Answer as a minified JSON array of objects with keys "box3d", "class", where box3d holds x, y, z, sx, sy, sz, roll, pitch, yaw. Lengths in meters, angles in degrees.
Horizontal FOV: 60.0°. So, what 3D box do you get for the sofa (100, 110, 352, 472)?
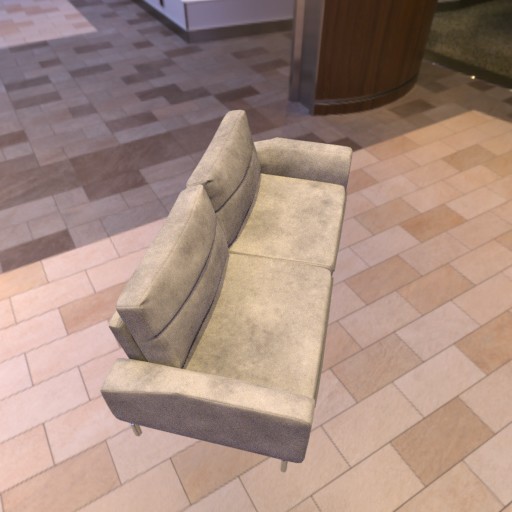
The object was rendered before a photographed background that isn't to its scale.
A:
[{"box3d":[0.000,0.000,2.336,0.849,0.859,1.837,9,46,9],"class":"sofa"}]
